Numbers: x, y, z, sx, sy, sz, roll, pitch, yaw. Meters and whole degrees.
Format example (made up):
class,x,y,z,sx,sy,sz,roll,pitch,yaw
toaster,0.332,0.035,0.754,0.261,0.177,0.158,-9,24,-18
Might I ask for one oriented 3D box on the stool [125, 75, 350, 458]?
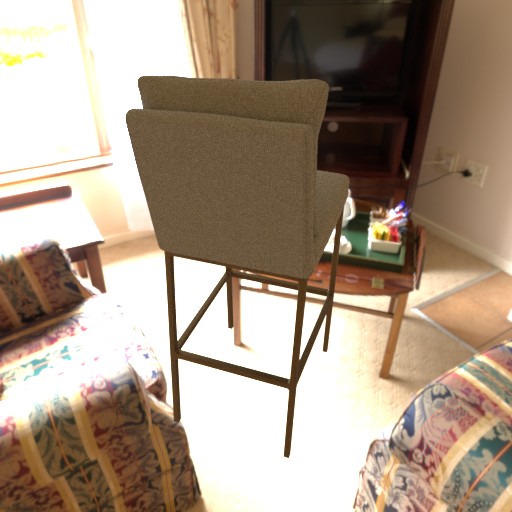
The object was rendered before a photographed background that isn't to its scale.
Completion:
class,x,y,z,sx,sy,sz,roll,pitch,yaw
stool,0.000,0.000,1.401,0.463,1.132,0.569,11,33,17
